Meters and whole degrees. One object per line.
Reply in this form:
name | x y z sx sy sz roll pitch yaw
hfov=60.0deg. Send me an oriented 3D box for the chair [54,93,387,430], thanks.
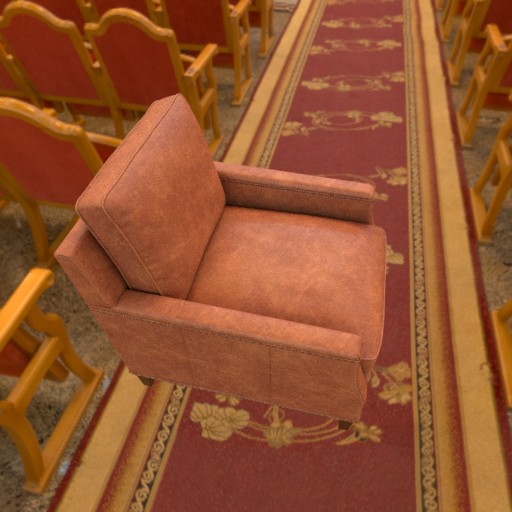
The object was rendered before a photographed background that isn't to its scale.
chair | 0.000 0.000 1.716 1.014 0.943 0.853 10 48 9
